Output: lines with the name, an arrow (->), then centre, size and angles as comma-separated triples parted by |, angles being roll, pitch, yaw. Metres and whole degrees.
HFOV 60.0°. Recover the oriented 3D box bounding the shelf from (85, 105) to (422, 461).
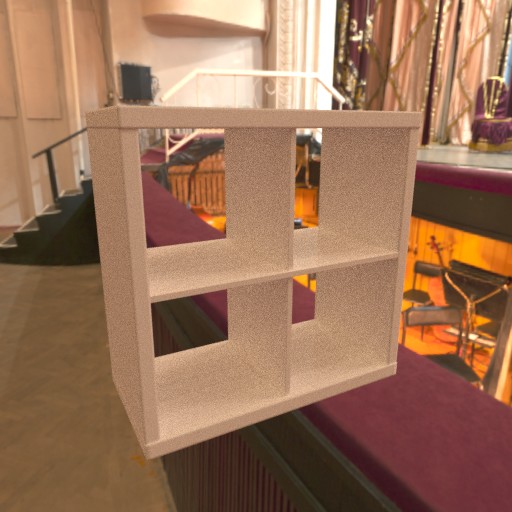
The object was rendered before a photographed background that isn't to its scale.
shelf -> 0.000, 0.000, 1.268 | 0.790, 0.786, 0.390 | -9, 18, -27
